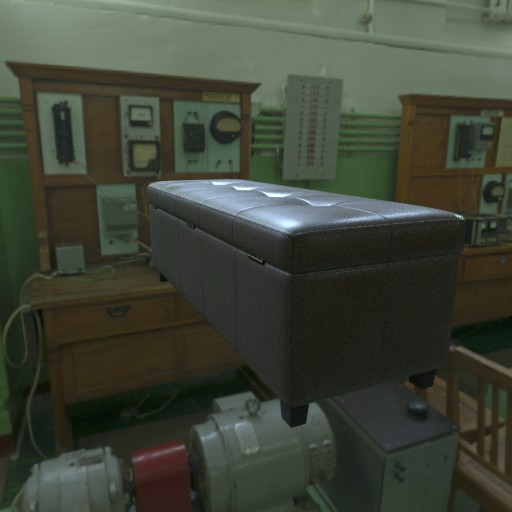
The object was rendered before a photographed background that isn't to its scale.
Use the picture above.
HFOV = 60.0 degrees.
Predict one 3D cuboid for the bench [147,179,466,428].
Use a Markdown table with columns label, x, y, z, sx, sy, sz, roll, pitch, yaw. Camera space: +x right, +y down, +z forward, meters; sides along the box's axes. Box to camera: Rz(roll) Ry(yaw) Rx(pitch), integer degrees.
| label | x | y | z | sx | sy | sz | roll | pitch | yaw |
| --- | --- | --- | --- | --- | --- | --- | --- | --- | --- |
| bench | 0.000 | 0.000 | 1.415 | 0.450 | 0.417 | 1.219 | -6 | 15 | -24 |
